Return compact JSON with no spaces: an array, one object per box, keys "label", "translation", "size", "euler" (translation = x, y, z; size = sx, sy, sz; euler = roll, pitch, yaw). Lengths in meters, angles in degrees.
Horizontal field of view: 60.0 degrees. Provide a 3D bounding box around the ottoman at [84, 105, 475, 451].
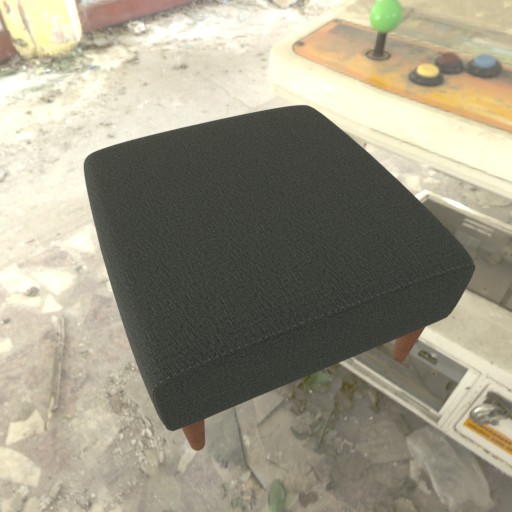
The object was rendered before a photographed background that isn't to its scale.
[{"label":"ottoman","translation":[0.000,0.000,1.039],"size":[0.649,0.398,0.650],"euler":[-18,49,-16]}]
